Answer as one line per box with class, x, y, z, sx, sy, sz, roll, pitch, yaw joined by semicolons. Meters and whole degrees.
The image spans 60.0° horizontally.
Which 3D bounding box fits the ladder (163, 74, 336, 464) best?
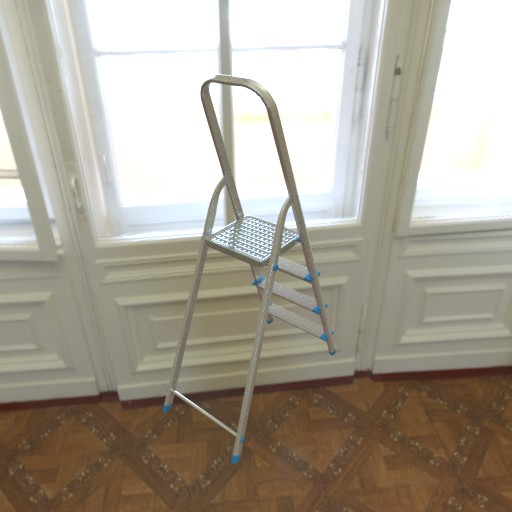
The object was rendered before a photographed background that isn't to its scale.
ladder;0.000;0.000;1.847;0.445;1.434;0.842;22;37;32
